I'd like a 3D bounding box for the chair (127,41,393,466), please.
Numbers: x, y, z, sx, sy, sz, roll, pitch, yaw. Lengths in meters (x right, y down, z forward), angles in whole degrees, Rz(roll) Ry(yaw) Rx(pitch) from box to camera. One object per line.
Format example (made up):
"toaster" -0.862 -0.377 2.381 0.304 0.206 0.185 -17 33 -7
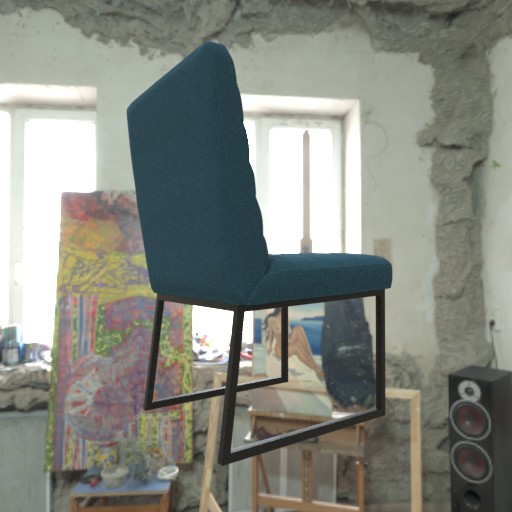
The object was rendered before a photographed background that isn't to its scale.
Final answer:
"chair" 0.000 0.000 1.312 0.634 0.930 0.520 1 -1 -36
